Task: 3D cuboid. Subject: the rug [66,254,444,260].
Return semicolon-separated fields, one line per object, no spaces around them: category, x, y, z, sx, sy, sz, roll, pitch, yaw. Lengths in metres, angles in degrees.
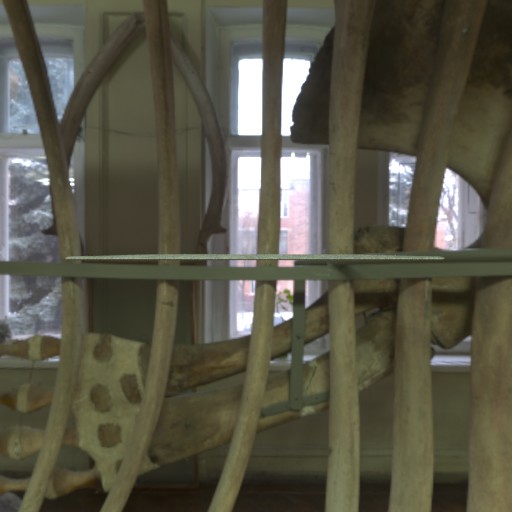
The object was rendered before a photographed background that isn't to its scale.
rug;0.000;0.000;2.334;1.224;0.016;1.830;0;0;0
